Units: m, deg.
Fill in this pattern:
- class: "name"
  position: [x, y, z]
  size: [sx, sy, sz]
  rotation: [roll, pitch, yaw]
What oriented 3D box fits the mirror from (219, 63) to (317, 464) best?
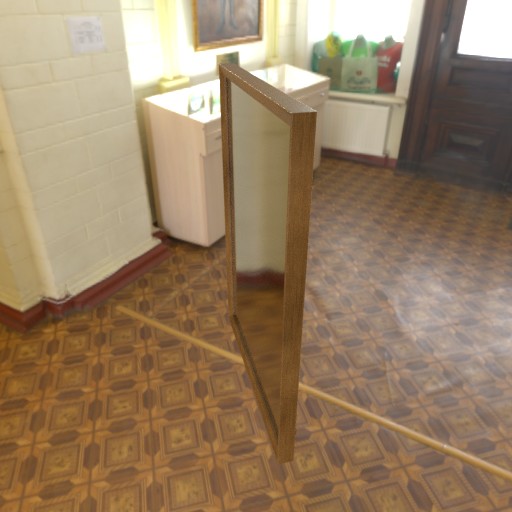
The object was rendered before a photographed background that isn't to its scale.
- class: "mirror"
  position: [0.000, 0.000, 0.956]
  size: [0.039, 0.711, 0.508]
  rotation: [-8, 31, -13]
